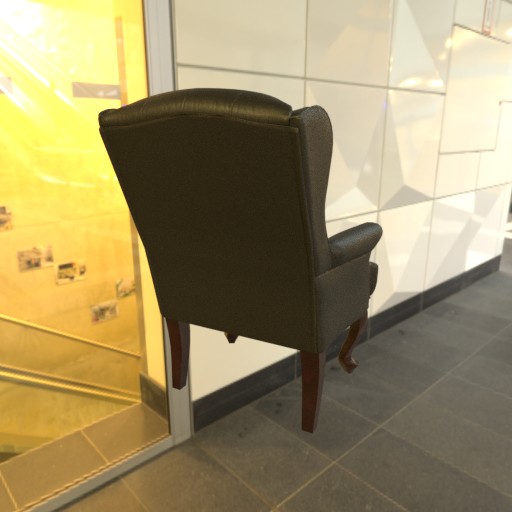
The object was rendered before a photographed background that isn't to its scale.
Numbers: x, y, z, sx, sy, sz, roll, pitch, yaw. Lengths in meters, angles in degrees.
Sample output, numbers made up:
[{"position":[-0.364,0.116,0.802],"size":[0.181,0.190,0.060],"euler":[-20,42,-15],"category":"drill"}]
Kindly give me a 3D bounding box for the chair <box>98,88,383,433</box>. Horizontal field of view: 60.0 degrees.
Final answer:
[{"position":[0.000,0.000,1.661],"size":[0.831,1.133,0.822],"euler":[8,18,27],"category":"chair"}]
